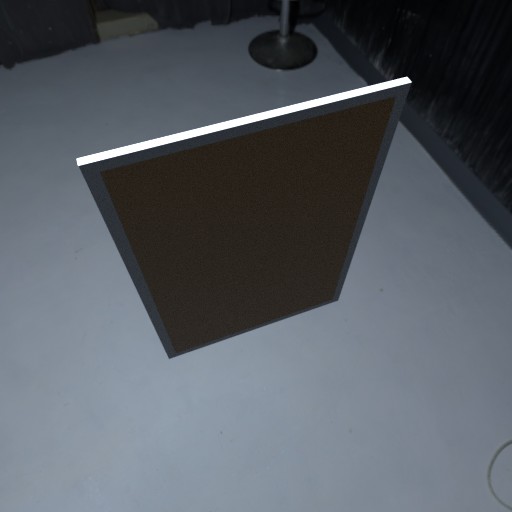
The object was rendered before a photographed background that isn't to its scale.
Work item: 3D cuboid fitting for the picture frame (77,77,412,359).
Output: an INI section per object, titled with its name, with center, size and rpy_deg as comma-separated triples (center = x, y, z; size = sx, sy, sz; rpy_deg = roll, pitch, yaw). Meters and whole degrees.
[picture frame]
center = 0.000, 0.000, 0.850
size = 0.457, 0.657, 0.013
rpy_deg = -17, 59, -11
